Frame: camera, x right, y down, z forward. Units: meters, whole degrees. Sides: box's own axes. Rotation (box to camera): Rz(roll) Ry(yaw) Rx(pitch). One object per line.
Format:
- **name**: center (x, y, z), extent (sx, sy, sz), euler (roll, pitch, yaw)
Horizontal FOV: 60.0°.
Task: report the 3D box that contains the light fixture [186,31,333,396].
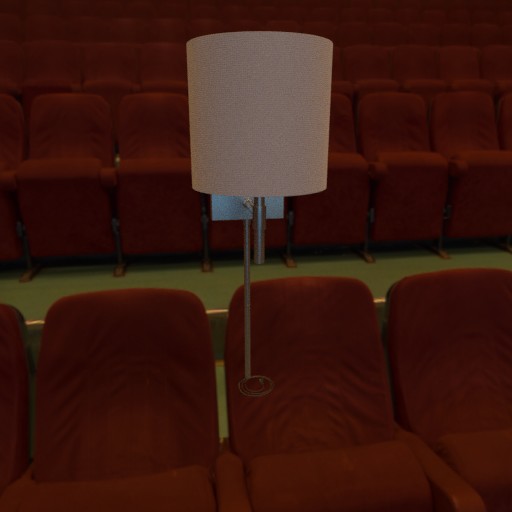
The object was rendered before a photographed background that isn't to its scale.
- **light fixture**: center (0.000, 0.000, 0.689), extent (0.188, 0.589, 0.248), euler (-3, 17, -9)
